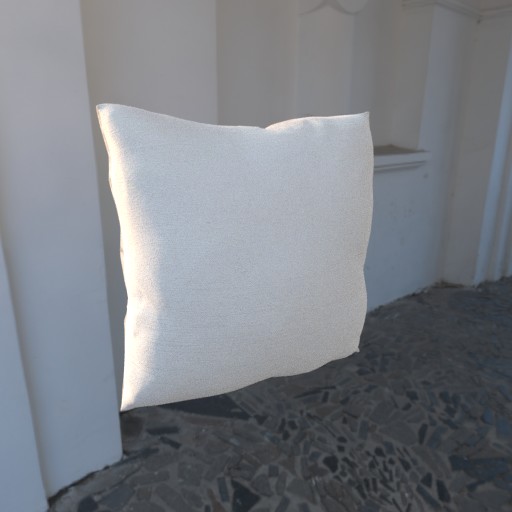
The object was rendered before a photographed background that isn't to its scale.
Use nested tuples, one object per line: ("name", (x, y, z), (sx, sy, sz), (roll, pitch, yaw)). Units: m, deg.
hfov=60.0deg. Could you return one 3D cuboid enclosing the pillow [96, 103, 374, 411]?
("pillow", (0.000, 0.000, 0.701), (0.450, 0.448, 0.245), (-8, 18, -25))
